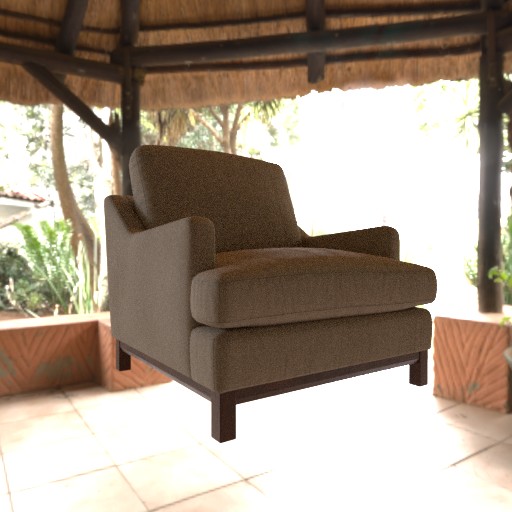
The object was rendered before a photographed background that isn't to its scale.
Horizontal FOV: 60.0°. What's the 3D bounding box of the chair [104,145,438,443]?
[{"bbox_3d":[0.000,0.000,1.713,0.912,0.916,1.001,0,1,-35],"label":"chair"}]
